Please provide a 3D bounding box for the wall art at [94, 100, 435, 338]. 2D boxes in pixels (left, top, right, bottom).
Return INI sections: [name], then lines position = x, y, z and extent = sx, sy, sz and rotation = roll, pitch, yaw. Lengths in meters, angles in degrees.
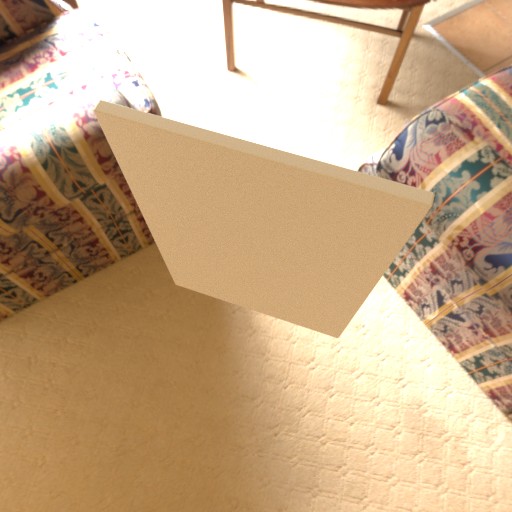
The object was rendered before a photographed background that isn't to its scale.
[wall art]
position = 0.000, 0.000, 1.545
extent = 0.808, 1.183, 0.038
rotation = 17, 67, 8
